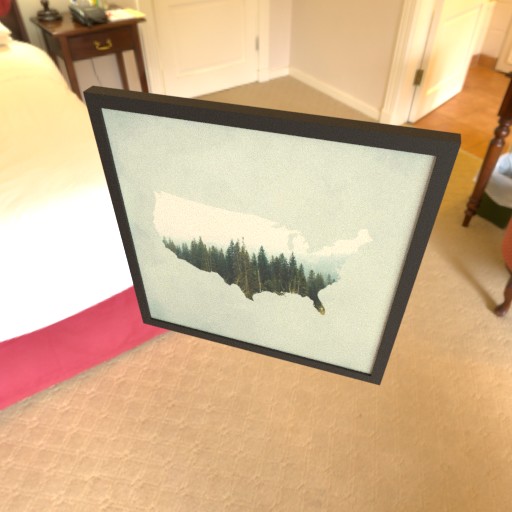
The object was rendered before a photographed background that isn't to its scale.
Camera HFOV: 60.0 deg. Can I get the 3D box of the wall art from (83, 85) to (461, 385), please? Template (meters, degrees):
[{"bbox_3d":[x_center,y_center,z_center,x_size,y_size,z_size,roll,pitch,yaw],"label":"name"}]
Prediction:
[{"bbox_3d":[0.000,0.000,1.125,0.763,0.763,0.038,12,43,13],"label":"wall art"}]
